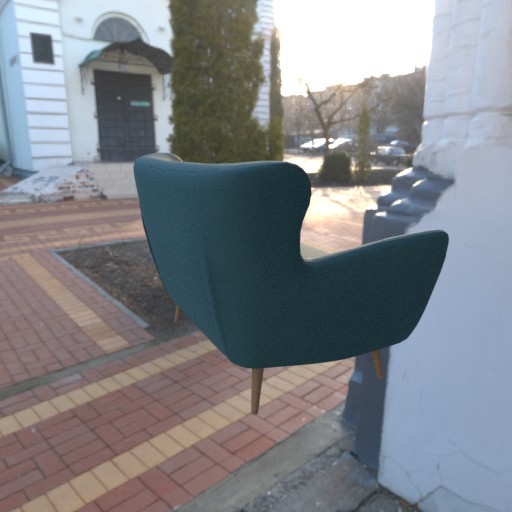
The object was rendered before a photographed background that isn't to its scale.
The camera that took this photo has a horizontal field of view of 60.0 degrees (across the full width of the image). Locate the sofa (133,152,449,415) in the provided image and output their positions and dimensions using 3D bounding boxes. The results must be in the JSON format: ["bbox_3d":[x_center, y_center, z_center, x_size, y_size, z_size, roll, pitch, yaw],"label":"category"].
[{"bbox_3d":[0.000,0.000,1.997,0.889,0.889,1.397,-7,16,-26],"label":"sofa"}]
